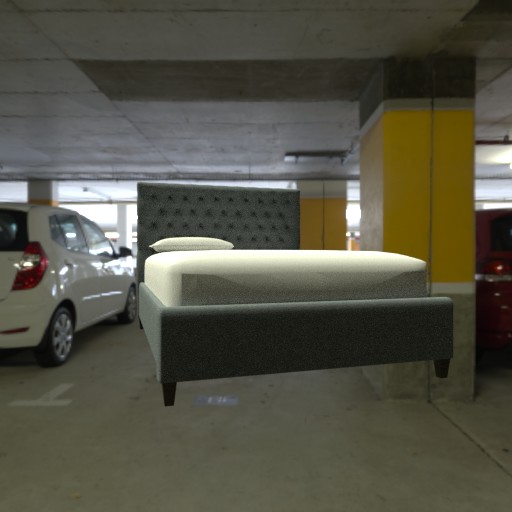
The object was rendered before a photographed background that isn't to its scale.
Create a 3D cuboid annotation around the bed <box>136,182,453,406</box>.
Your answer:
[{"bbox_3d":[0.000,0.000,3.426,1.698,1.411,2.335,0,0,-17],"label":"bed"}]
